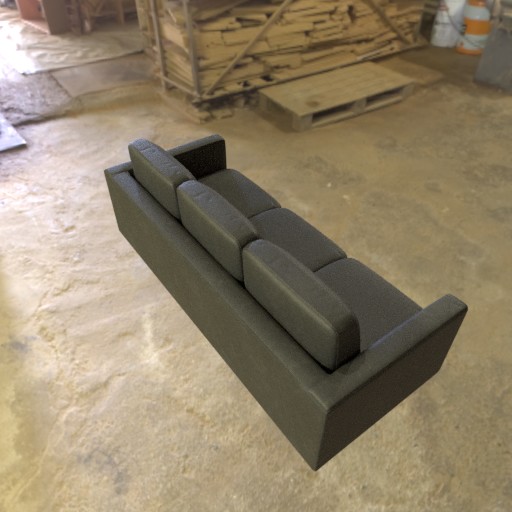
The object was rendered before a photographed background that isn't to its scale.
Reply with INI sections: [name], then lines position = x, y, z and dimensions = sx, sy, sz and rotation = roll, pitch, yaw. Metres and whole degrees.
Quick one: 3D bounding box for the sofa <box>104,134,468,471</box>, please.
[sofa]
position = 0.000, 0.000, 2.485
dimensions = 0.879, 0.899, 2.029
rotation = -26, 48, -26
